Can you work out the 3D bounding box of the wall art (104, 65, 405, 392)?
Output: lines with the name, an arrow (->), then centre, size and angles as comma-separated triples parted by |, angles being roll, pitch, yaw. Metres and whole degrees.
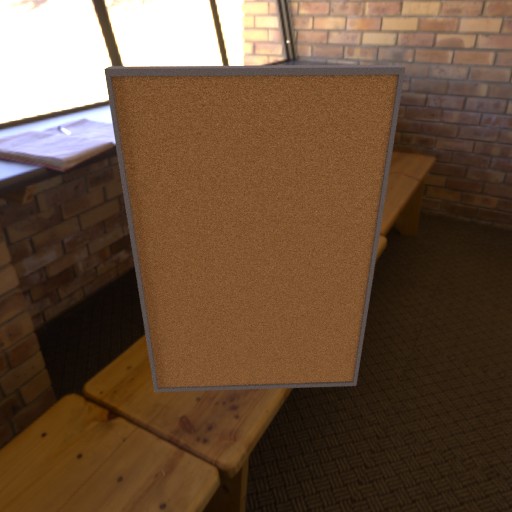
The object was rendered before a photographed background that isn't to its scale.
wall art -> 0.000, 0.000, 0.952 | 0.511, 0.753, 0.039 | -1, 30, -2
